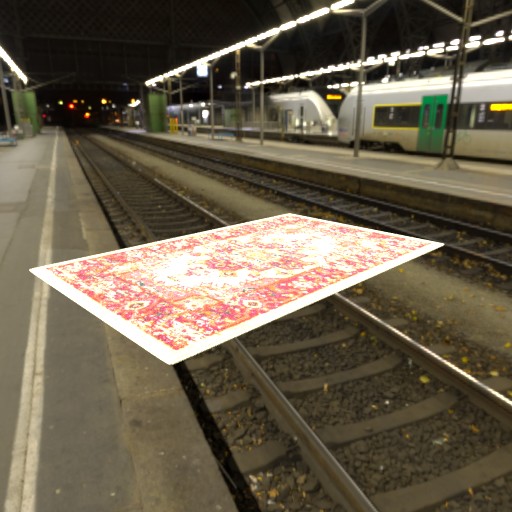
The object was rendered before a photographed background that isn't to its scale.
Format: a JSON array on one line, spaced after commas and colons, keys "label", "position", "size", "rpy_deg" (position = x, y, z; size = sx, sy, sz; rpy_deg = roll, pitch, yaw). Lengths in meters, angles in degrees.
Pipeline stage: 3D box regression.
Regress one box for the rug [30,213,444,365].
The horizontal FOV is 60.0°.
[{"label": "rug", "position": [0.000, 0.000, 1.082], "size": [0.868, 0.004, 0.556], "rpy_deg": [-16, 23, -42]}]
